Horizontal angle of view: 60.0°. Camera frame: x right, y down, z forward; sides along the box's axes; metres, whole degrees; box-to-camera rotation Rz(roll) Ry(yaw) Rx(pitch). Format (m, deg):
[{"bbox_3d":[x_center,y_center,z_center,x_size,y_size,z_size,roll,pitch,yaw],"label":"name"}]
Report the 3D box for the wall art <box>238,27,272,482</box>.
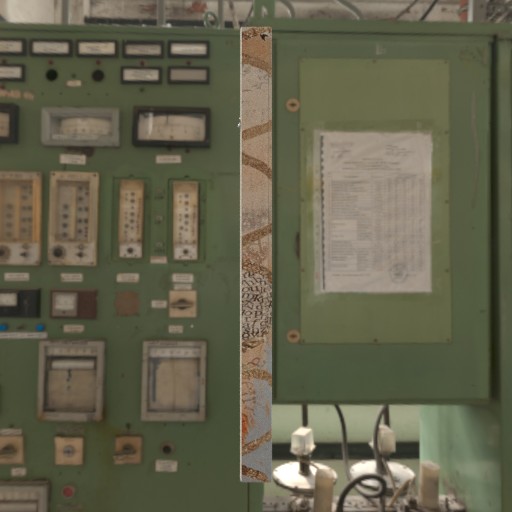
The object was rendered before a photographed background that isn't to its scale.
[{"bbox_3d":[0.000,0.000,0.743,0.038,0.508,0.507,0,-1,0],"label":"wall art"}]
